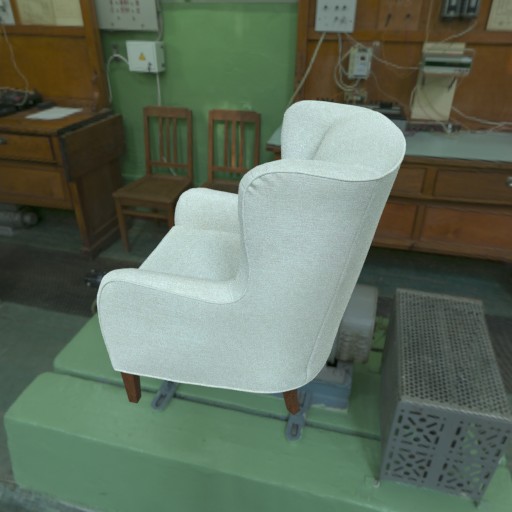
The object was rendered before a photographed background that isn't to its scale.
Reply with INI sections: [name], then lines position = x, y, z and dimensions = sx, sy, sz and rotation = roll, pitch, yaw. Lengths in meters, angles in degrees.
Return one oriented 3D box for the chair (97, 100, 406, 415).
[chair]
position = 0.000, 0.000, 1.738
dimensions = 0.966, 1.040, 0.838
rotation = 7, 32, 11
